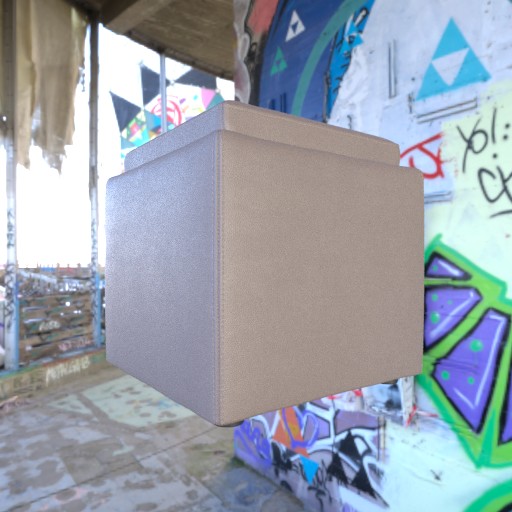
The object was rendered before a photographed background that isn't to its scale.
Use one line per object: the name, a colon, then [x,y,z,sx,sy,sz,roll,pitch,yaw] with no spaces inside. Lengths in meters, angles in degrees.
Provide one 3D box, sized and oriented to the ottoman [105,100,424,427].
ottoman: [0.000,0.000,0.847,0.451,0.460,0.450,0,0,-36]
